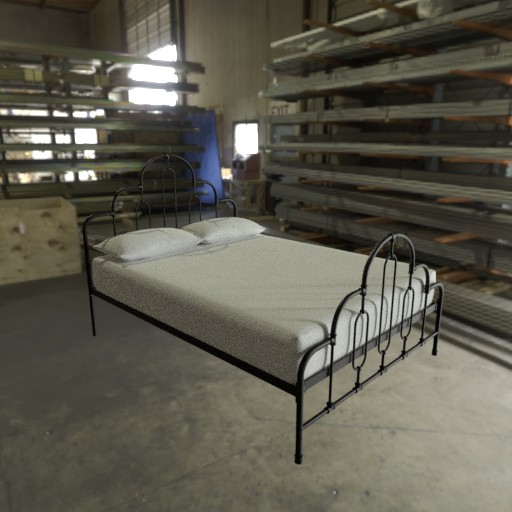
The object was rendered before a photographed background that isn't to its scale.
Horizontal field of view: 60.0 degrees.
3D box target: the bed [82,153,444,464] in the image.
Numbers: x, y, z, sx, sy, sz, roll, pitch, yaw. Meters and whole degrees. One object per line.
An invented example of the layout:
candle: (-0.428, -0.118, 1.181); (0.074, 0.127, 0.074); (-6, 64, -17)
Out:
bed: (0.000, 0.000, 3.276); (2.181, 1.444, 1.626); (14, 20, 43)
